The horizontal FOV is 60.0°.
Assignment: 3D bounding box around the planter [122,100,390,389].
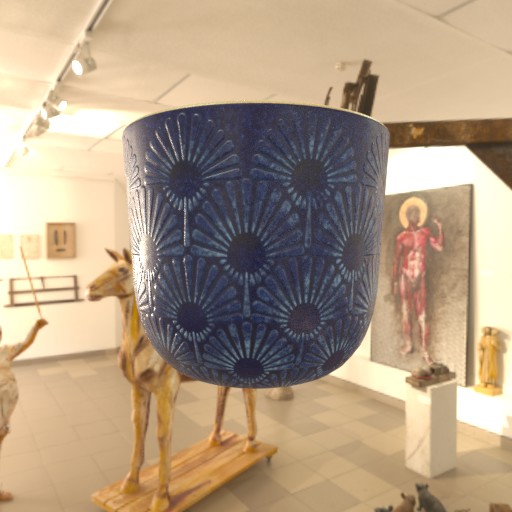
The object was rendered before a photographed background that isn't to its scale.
[{"bbox_3d":[0.000,0.000,0.295,0.170,0.153,0.170,0,1,0],"label":"planter"}]
